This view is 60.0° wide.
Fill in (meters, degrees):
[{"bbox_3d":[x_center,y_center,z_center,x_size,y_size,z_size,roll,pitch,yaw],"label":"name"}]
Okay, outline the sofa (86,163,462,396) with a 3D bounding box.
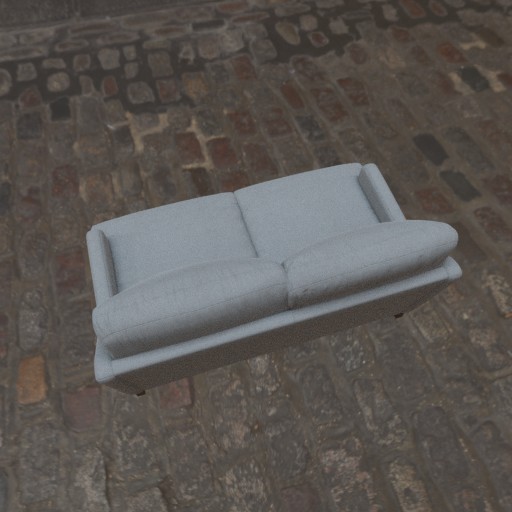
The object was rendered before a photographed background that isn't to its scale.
[{"bbox_3d":[0.000,0.000,2.217,1.589,0.921,0.987,-15,60,-9],"label":"sofa"}]
